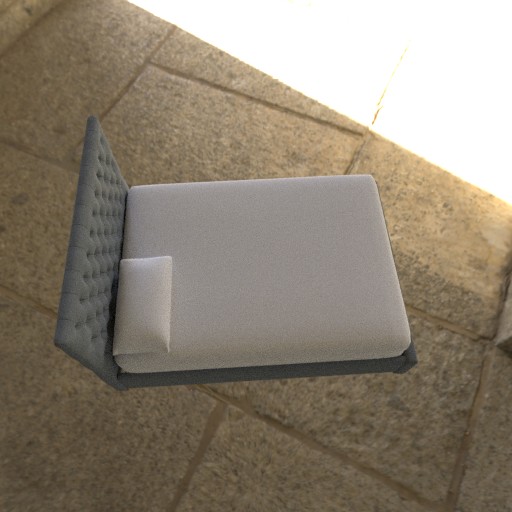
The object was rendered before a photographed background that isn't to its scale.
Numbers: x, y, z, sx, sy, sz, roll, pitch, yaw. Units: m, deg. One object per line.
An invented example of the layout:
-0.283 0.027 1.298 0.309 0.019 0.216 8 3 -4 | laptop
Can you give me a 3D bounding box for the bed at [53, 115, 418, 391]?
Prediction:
0.000 0.000 3.422 2.335 1.411 1.698 -3 63 -2 | bed
